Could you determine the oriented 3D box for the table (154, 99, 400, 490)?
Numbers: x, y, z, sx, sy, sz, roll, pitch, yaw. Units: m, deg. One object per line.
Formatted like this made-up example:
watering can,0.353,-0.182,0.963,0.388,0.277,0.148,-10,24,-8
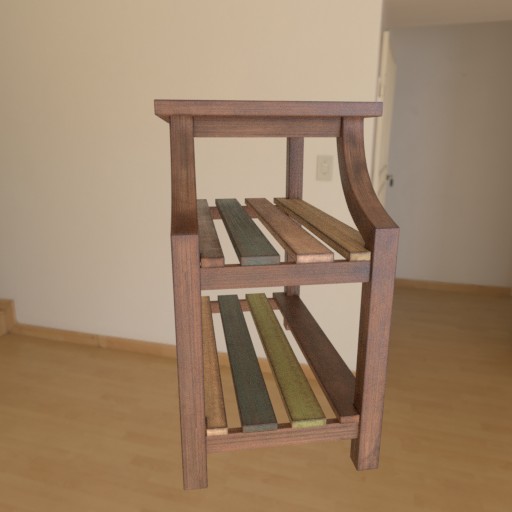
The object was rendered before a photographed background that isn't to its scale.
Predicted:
table,0.000,0.000,0.918,0.356,0.584,0.609,-2,15,-8
